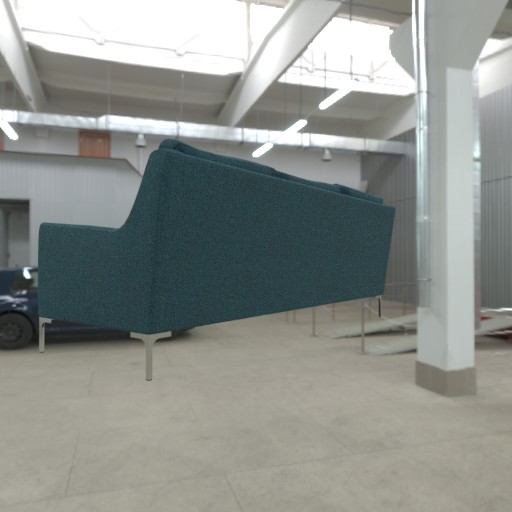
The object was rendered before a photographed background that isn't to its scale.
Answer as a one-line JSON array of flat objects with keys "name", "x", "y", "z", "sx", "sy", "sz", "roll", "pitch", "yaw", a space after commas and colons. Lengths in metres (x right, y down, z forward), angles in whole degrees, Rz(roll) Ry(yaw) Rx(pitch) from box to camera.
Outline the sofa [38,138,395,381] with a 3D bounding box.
[{"name": "sofa", "x": 0.000, "y": 0.000, "z": 2.467, "sx": 0.849, "sy": 0.837, "sz": 2.060, "roll": 0, "pitch": 0, "yaw": 37}]
